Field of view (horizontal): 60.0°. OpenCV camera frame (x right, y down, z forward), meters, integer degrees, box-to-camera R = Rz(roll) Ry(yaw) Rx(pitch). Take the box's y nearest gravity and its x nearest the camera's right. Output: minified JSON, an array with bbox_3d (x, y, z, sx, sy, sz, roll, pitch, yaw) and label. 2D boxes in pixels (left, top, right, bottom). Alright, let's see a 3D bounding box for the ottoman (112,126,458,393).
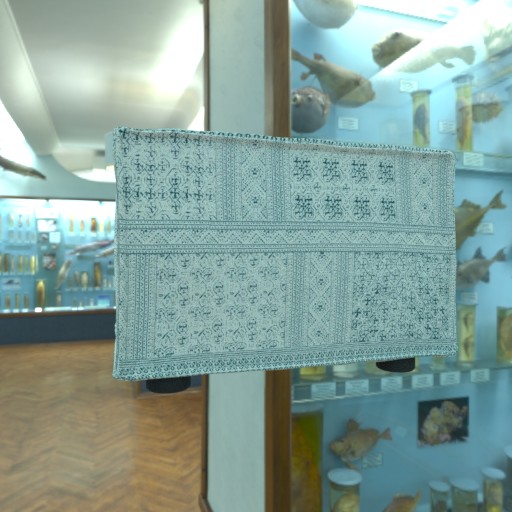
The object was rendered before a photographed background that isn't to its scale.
[{"bbox_3d":[0.000,0.000,1.021,0.626,0.439,0.617,0,0,-17],"label":"ottoman"}]
